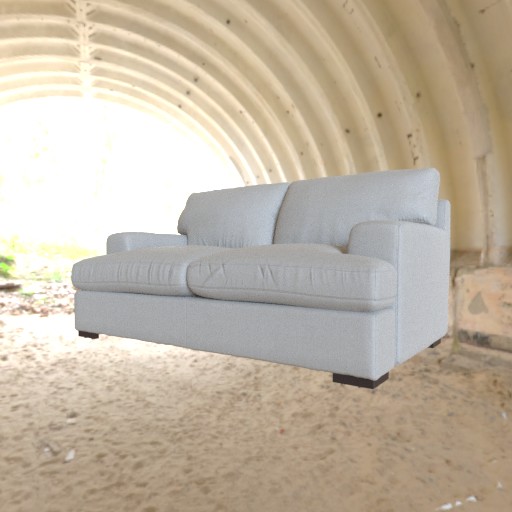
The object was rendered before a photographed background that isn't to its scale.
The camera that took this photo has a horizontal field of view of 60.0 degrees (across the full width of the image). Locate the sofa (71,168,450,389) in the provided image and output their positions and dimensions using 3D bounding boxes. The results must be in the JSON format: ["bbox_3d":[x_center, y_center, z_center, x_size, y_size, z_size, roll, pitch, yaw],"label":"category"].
[{"bbox_3d":[0.000,0.000,2.479,1.880,0.940,1.143,0,0,35],"label":"sofa"}]
